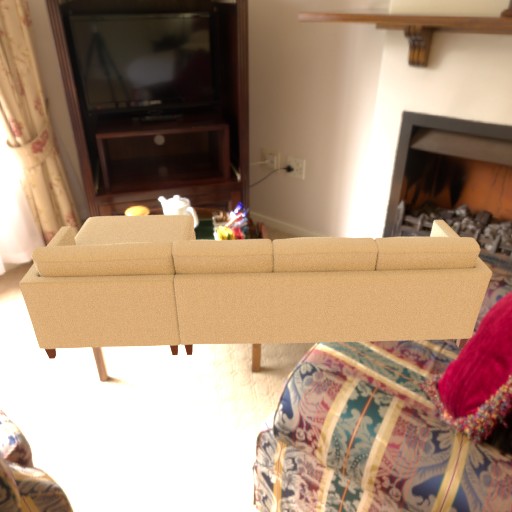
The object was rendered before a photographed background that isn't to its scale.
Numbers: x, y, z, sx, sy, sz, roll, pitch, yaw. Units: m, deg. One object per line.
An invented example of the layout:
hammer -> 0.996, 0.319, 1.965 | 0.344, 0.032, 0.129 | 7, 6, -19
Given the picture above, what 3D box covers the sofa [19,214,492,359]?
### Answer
sofa -> 0.000, 0.000, 4.011 | 3.471, 0.954, 1.599 | -1, 30, -2
